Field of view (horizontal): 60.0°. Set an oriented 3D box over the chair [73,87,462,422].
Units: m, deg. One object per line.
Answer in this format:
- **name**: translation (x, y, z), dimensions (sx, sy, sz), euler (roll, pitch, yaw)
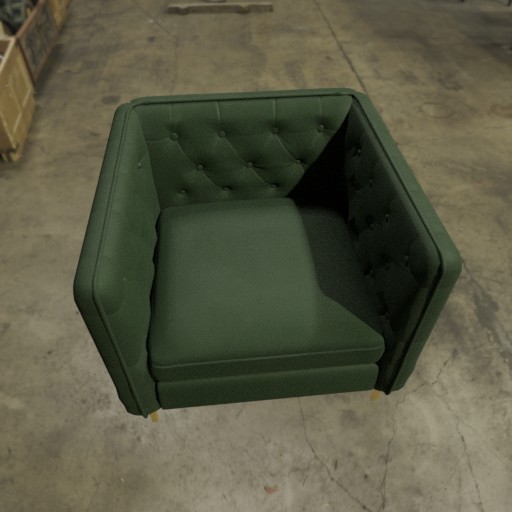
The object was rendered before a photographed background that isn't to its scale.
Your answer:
- **chair**: translation (0.000, 0.000, 1.503), dimensions (0.917, 0.768, 0.855), euler (-4, 46, -4)
